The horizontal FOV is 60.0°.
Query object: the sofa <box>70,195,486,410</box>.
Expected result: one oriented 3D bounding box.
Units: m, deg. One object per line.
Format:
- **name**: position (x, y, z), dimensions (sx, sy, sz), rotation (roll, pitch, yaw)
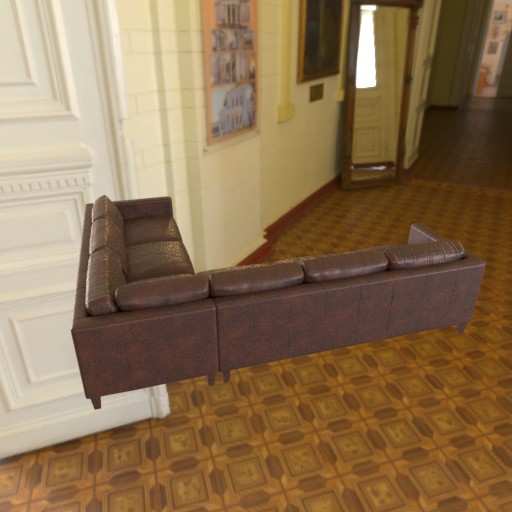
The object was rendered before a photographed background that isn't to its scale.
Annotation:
- **sofa**: position (0.000, 0.000, 4.306), dimensions (3.152, 0.836, 2.438), rotation (-8, 27, -15)
